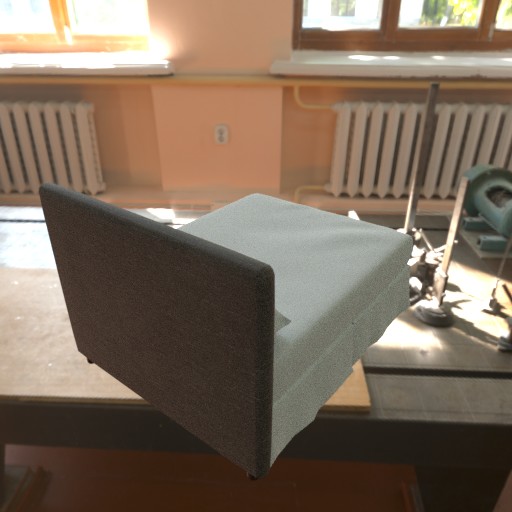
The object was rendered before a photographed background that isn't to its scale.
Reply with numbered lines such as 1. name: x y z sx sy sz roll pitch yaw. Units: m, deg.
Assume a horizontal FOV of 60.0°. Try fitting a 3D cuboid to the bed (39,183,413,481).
1. bed: 0.000 0.000 3.175 1.723 1.330 2.142 20 35 33
